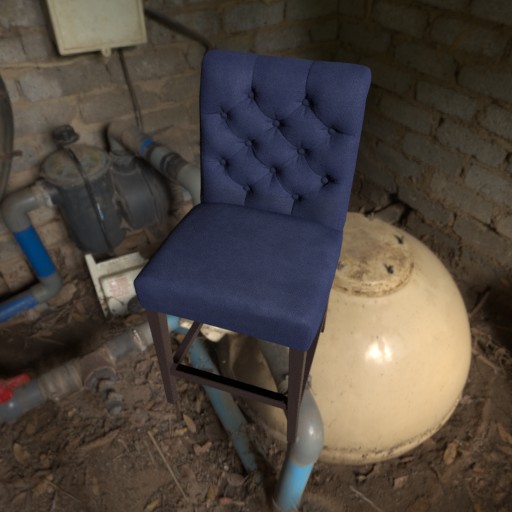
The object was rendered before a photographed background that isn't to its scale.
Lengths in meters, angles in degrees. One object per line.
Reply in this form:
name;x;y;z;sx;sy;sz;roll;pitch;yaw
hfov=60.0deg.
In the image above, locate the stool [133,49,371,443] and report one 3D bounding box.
stool;0.000;0.000;1.348;0.493;1.010;0.601;13;43;14
